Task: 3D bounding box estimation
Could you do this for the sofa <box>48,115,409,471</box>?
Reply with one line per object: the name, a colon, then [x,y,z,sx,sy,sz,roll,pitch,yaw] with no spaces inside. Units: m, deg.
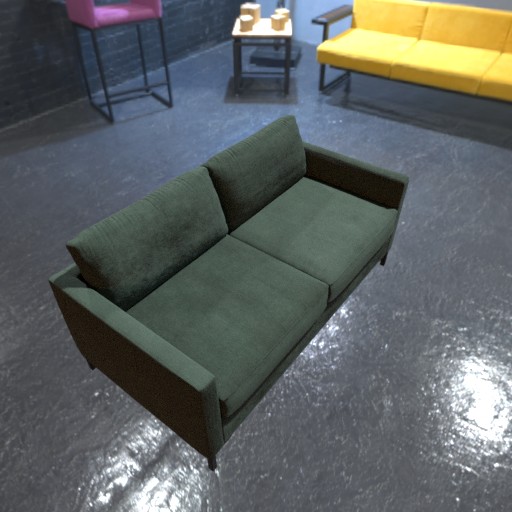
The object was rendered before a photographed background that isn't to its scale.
sofa: [0.000,0.000,2.215,0.875,0.817,1.676,27,48,27]
